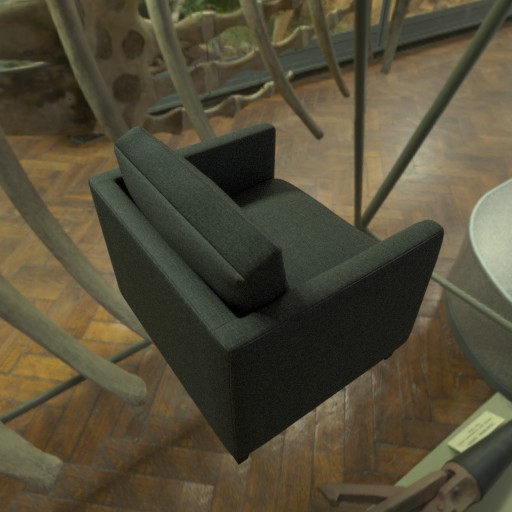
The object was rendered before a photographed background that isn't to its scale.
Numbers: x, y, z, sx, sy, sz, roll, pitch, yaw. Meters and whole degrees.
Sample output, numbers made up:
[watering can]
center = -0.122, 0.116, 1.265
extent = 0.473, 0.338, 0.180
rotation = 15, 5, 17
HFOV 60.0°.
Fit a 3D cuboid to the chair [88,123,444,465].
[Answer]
[chair]
center = 0.000, 0.000, 1.859
extent = 0.959, 0.963, 1.107
rotation = -25, 47, -26
